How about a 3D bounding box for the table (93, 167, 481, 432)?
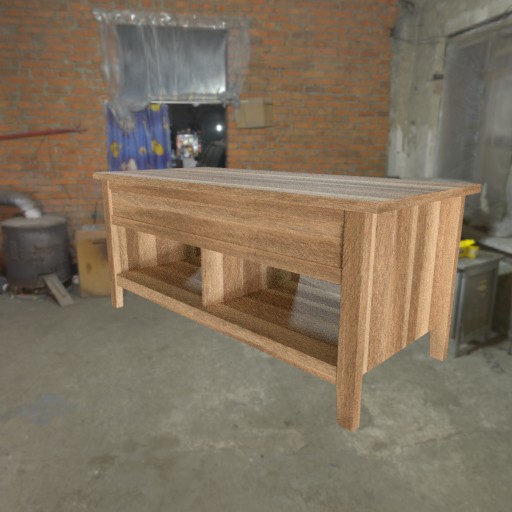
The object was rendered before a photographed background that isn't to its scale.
[{"bbox_3d":[0.000,0.000,1.369,0.493,0.480,1.095,-14,20,-43],"label":"table"}]
